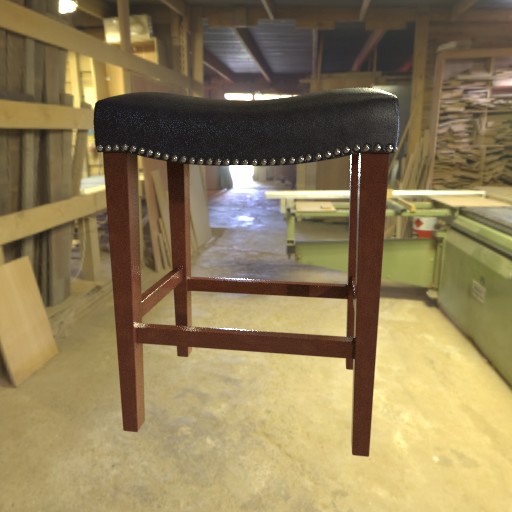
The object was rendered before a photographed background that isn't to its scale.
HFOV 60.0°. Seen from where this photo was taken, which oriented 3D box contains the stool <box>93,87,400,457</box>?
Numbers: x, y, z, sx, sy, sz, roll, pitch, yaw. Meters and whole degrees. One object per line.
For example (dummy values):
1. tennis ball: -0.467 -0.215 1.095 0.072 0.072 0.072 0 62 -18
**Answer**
1. stool: 0.000 0.000 0.943 0.504 0.654 0.372 2 14 9
